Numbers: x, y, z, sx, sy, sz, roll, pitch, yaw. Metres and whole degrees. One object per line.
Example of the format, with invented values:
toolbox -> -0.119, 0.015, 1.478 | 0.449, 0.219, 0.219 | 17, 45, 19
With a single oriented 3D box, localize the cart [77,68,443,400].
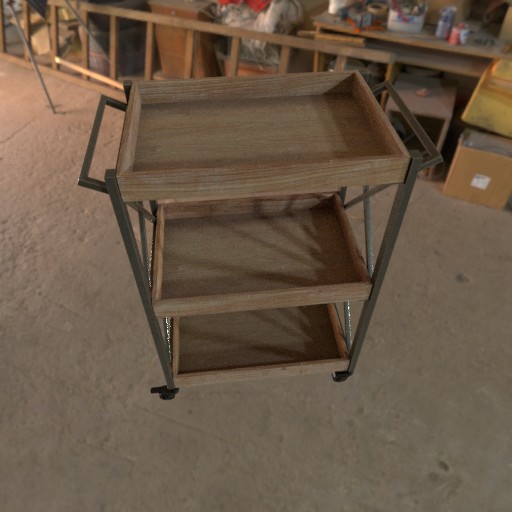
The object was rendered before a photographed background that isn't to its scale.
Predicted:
cart -> 0.000, 0.000, 1.200 | 0.673, 0.835, 0.377 | -5, 47, -4
